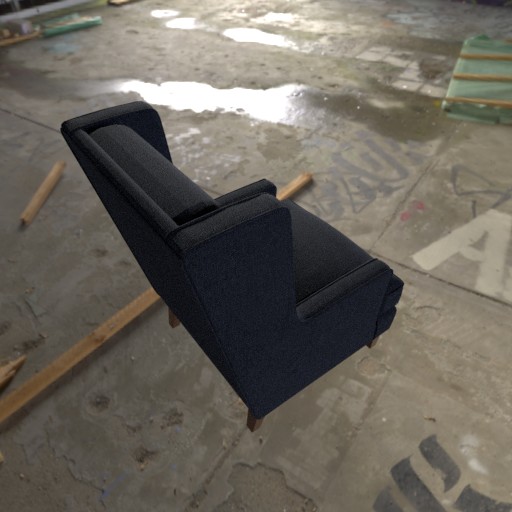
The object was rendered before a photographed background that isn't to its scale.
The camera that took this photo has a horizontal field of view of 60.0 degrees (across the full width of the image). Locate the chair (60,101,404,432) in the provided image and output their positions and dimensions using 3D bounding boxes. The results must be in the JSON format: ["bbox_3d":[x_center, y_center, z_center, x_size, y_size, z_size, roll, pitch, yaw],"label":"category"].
[{"bbox_3d":[0.000,0.000,1.685,0.947,1.072,0.764,-26,48,-26],"label":"chair"}]
